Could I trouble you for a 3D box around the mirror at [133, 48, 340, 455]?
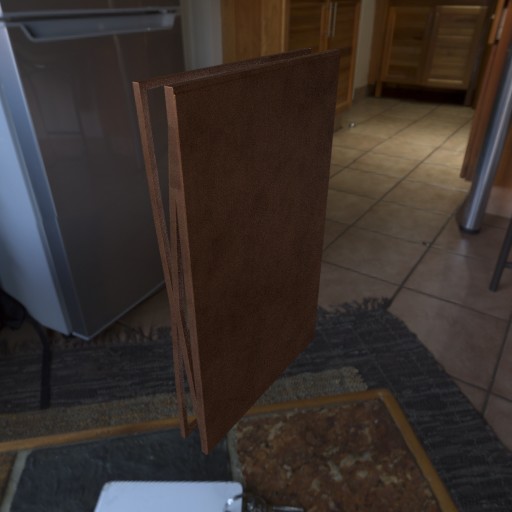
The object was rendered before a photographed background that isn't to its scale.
[{"bbox_3d":[0.000,0.000,0.950,0.082,0.768,0.468,21,37,30],"label":"mirror"}]
